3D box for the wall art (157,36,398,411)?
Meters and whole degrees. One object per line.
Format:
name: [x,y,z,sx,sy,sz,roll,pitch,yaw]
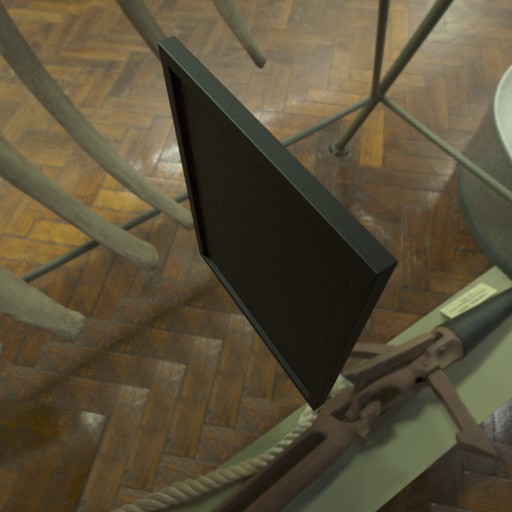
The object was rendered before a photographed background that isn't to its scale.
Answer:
wall art: [0.000,0.000,0.765,0.028,0.559,0.457,-30,63,-17]
